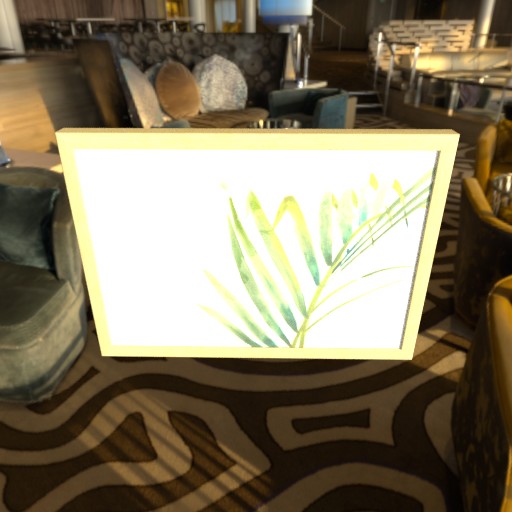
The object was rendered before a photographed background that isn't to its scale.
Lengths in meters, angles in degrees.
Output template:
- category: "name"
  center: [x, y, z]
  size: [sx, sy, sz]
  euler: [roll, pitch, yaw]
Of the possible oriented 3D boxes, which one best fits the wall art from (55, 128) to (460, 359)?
- category: "wall art"
  center: [0.000, 0.000, 0.685]
  size: [0.533, 0.381, 0.032]
  euler: [0, 28, 1]
